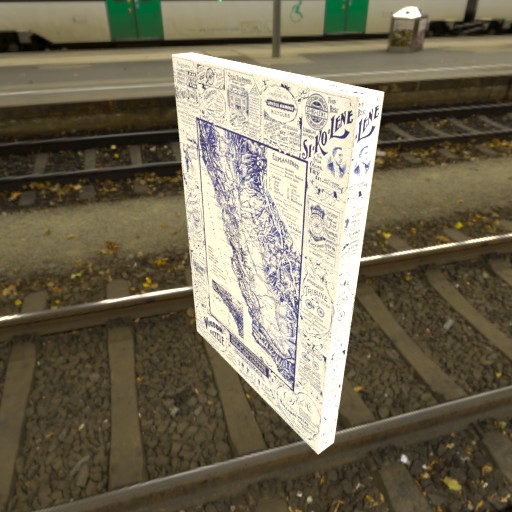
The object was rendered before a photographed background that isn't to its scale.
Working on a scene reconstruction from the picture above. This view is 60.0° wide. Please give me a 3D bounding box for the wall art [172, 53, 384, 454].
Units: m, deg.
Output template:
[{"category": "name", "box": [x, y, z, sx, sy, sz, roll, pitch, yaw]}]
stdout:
[{"category": "wall art", "box": [0.000, 0.000, 0.479, 0.025, 0.376, 0.255, -22, 38, -31]}]
